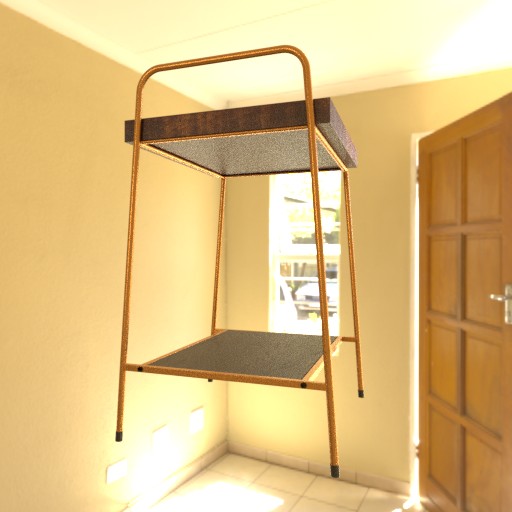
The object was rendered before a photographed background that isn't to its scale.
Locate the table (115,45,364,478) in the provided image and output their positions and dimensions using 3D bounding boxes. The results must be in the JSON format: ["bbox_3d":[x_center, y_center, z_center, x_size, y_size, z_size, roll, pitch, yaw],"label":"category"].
[{"bbox_3d":[0.000,0.000,0.981,0.430,0.710,0.430,0,0,19],"label":"table"}]
